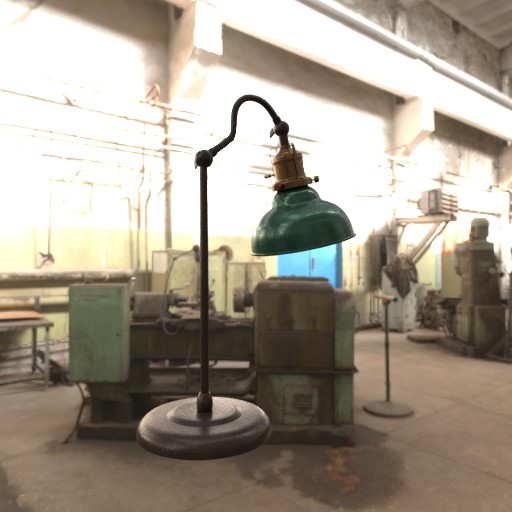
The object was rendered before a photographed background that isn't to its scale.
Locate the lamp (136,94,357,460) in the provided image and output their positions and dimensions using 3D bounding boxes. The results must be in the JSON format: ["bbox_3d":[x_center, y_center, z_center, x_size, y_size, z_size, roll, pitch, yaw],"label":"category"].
[{"bbox_3d":[0.000,0.000,0.699,0.374,0.508,0.192,1,-1,-36],"label":"lamp"}]
